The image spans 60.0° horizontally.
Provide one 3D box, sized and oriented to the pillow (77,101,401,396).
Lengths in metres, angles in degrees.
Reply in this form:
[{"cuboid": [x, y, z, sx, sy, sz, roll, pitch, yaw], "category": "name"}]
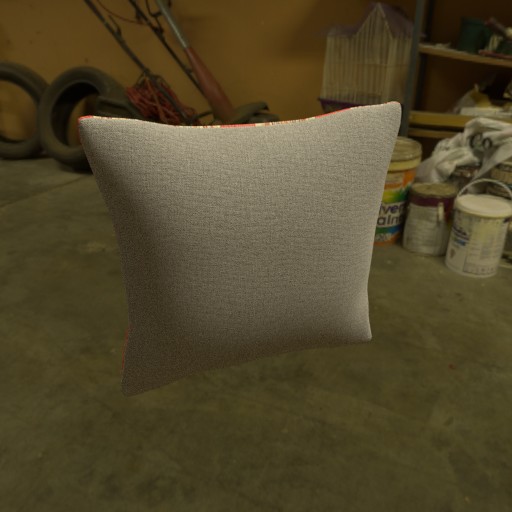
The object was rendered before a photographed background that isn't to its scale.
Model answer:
[{"cuboid": [0.000, 0.000, 0.653, 0.437, 0.419, 0.136, -8, 28, -16], "category": "pillow"}]
